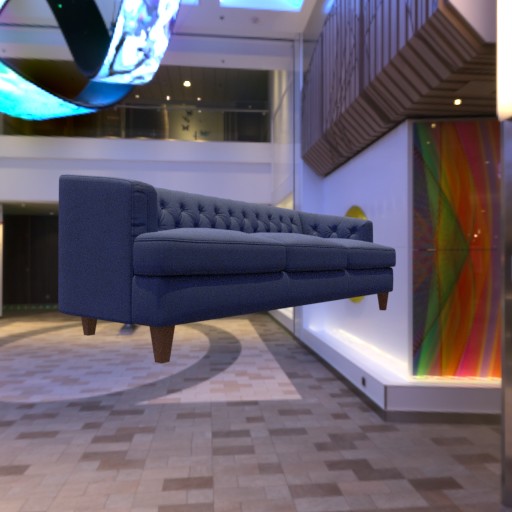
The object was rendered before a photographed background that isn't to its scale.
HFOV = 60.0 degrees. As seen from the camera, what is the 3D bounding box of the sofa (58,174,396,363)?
[{"bbox_3d":[0.000,0.000,2.669,0.914,0.787,2.235,0,-1,38],"label":"sofa"}]
